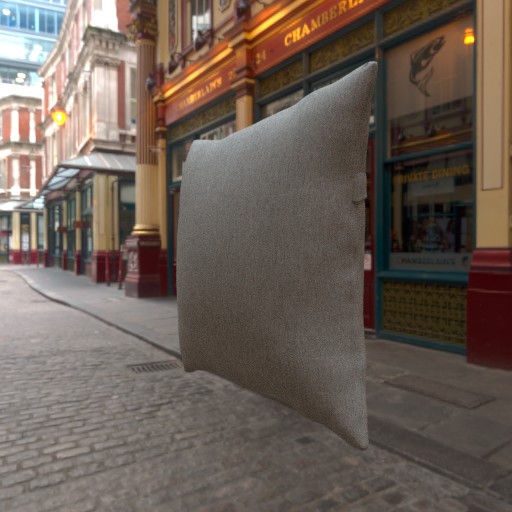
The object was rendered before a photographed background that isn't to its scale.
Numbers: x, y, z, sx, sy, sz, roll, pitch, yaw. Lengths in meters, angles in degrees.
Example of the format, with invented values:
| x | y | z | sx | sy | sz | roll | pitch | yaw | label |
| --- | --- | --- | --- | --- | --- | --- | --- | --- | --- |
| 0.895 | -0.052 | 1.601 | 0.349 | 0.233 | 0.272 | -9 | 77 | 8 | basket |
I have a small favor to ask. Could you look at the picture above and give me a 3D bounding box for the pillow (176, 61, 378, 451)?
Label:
| x | y | z | sx | sy | sz | roll | pitch | yaw | label |
| --- | --- | --- | --- | --- | --- | --- | --- | --- | --- |
| 0.000 | 0.000 | 0.663 | 0.173 | 0.436 | 0.433 | 0 | 0 | -36 | pillow |
